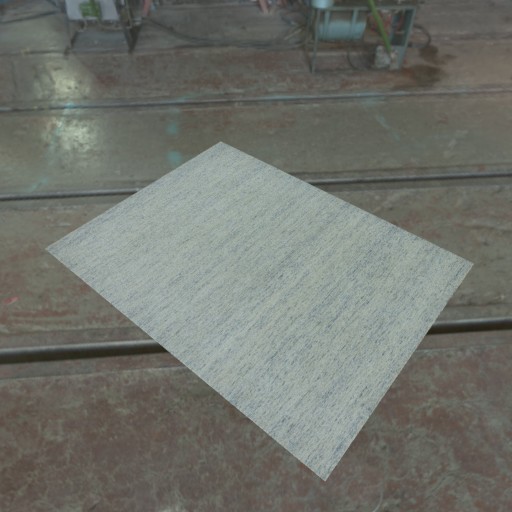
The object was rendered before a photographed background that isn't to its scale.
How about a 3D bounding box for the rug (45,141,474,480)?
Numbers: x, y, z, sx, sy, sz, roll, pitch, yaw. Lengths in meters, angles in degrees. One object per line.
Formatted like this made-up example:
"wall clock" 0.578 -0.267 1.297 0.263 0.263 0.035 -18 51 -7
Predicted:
"rug" 0.000 0.000 4.153 3.197 0.006 2.438 31 54 26
